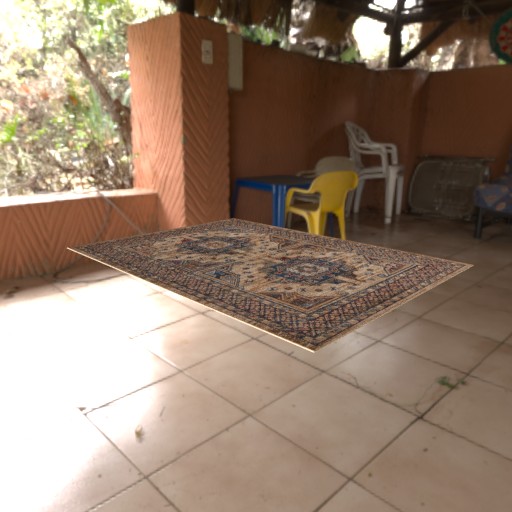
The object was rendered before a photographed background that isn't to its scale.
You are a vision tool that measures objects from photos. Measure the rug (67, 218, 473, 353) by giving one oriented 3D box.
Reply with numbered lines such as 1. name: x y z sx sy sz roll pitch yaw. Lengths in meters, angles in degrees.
1. rug: 0.000 0.000 2.972 2.227 0.008 1.611 15 21 43
